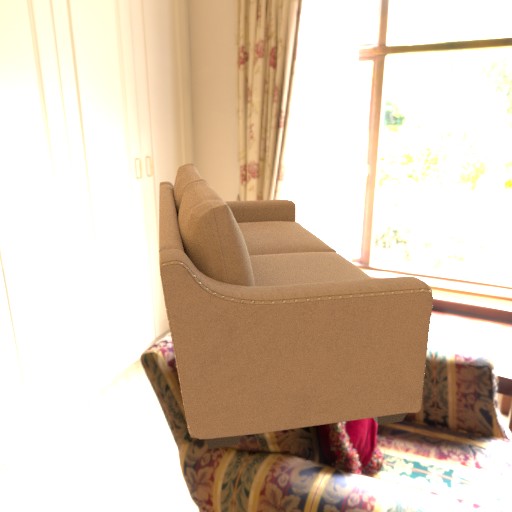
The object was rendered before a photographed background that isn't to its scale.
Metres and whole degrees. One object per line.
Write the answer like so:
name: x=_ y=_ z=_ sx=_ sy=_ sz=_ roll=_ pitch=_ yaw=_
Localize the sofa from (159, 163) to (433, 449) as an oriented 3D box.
sofa: x=0.000 y=0.000 z=2.497 sx=1.030 sy=0.901 sz=1.967 roll=-3 pitch=17 yaw=-11
